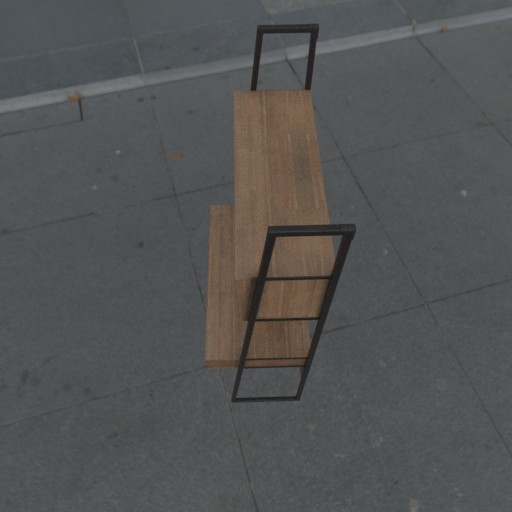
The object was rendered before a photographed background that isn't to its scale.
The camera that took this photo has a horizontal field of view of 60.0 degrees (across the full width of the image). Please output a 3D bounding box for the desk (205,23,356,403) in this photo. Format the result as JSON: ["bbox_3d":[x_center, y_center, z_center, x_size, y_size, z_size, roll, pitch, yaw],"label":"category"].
[{"bbox_3d":[0.000,0.000,2.215,0.515,1.809,0.982,-1,58,-1],"label":"desk"}]
